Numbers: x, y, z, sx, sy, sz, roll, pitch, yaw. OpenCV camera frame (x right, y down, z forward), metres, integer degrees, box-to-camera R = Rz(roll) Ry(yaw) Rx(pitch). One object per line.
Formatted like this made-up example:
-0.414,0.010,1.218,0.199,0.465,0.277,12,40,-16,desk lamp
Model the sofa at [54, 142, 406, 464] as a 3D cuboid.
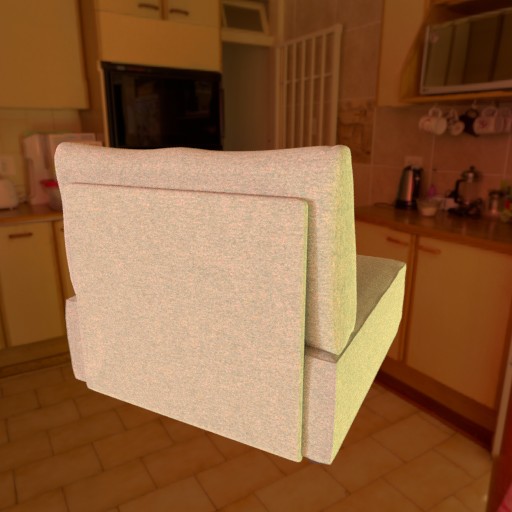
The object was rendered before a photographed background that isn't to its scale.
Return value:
0.000,0.000,1.636,0.930,0.820,1.000,8,17,26,sofa
